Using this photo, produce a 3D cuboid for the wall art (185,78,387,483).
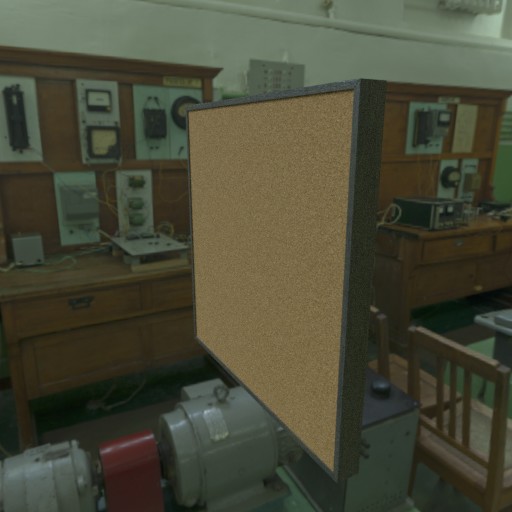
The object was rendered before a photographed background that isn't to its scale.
[{"bbox_3d":[0.000,0.000,0.749,0.037,0.507,0.507,-8,17,-28],"label":"wall art"}]
